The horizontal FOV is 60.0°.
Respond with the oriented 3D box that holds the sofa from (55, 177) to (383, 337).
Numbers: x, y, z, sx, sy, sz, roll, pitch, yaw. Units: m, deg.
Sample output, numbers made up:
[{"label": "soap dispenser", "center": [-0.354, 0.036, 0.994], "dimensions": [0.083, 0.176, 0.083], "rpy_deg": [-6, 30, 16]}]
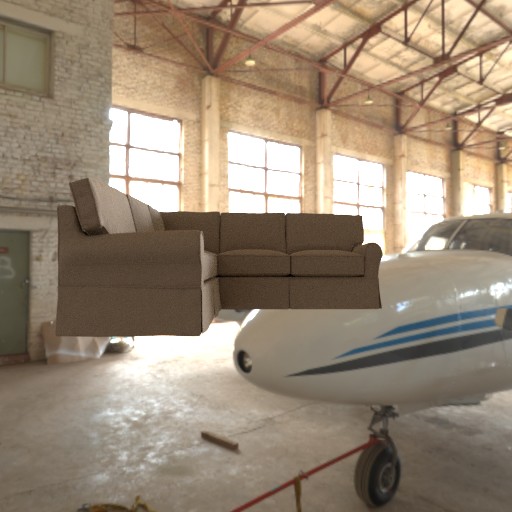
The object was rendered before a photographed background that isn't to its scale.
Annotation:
[{"label": "sofa", "center": [0.000, 0.000, 4.300], "dimensions": [2.733, 1.124, 2.730], "rpy_deg": [0, -1, -1]}]
